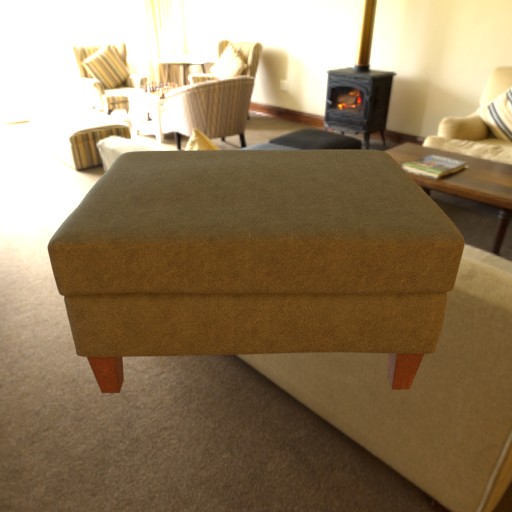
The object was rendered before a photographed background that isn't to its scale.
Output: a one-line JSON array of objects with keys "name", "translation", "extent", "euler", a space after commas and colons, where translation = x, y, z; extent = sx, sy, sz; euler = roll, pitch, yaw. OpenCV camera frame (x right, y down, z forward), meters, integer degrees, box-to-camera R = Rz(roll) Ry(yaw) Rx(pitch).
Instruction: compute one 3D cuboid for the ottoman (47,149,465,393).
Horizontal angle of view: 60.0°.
[{"name": "ottoman", "translation": [0.000, 0.000, 1.229], "extent": [0.839, 0.464, 0.639], "euler": [0, 30, -1]}]
